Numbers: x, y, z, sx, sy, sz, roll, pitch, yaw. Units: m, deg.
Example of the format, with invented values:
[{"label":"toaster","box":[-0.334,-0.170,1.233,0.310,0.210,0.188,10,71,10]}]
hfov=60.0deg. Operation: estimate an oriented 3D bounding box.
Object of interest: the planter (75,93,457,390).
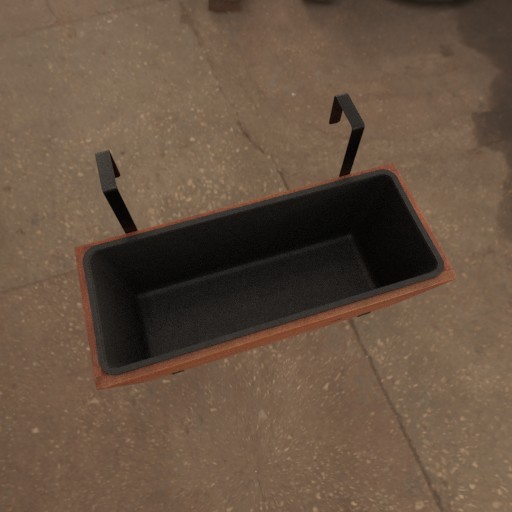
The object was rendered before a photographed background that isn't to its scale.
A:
[{"label":"planter","box":[0.000,0.000,0.648,0.480,0.289,0.262,-16,65,-8]}]
